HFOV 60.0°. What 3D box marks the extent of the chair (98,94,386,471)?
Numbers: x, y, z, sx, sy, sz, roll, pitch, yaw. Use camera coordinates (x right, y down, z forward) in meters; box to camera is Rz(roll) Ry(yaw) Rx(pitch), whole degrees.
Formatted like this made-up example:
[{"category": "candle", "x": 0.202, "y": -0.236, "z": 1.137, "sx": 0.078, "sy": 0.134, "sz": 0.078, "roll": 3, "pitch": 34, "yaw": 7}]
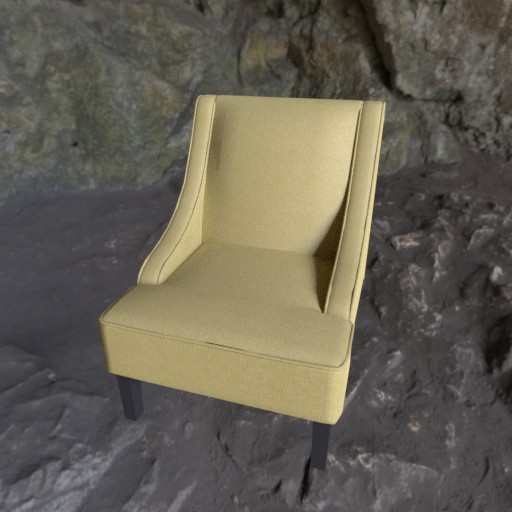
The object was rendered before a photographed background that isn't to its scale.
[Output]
[{"category": "chair", "x": 0.000, "y": 0.000, "z": 1.446, "sx": 0.696, "sy": 0.896, "sz": 0.814, "roll": 8, "pitch": 27, "yaw": 16}]
